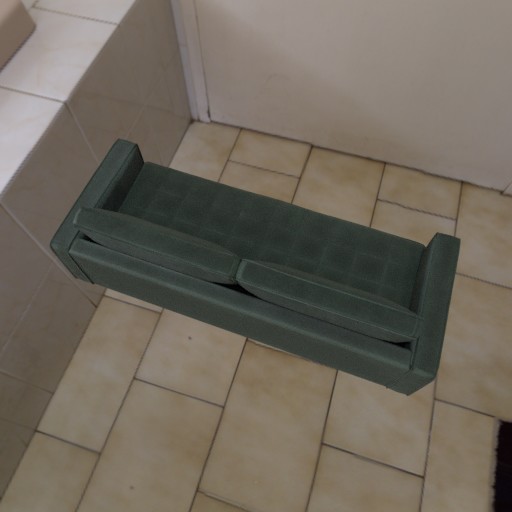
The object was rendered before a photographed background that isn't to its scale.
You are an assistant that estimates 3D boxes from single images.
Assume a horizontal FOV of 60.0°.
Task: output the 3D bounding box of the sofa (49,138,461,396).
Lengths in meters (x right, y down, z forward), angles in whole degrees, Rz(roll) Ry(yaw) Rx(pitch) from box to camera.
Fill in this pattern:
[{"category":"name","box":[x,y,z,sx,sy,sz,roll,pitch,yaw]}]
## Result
[{"category":"sofa","box":[0.000,0.000,2.677,2.214,0.781,0.886,18,64,9]}]
